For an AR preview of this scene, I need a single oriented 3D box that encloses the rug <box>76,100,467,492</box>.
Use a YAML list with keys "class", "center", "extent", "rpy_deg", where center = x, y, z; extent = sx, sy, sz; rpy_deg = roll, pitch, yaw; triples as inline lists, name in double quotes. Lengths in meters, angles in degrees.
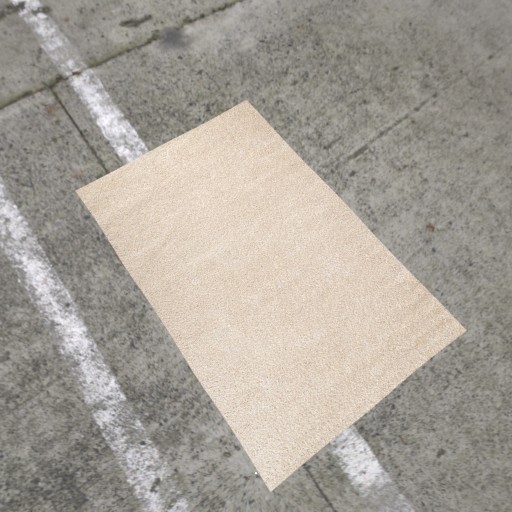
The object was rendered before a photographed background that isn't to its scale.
- class: "rug"
  center: [0.000, 0.000, 2.954]
  extent: [1.500, 0.025, 2.346]
  rpy_deg: [-33, 68, -15]
